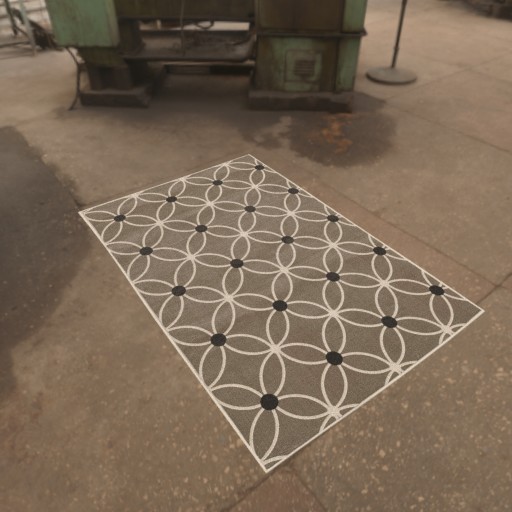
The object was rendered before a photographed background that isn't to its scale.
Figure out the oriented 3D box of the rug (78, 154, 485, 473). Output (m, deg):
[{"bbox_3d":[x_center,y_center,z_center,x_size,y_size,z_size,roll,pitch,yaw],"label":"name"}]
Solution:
[{"bbox_3d":[0.000,0.000,2.827,1.522,0.008,2.284,-25,46,-26],"label":"rug"}]
